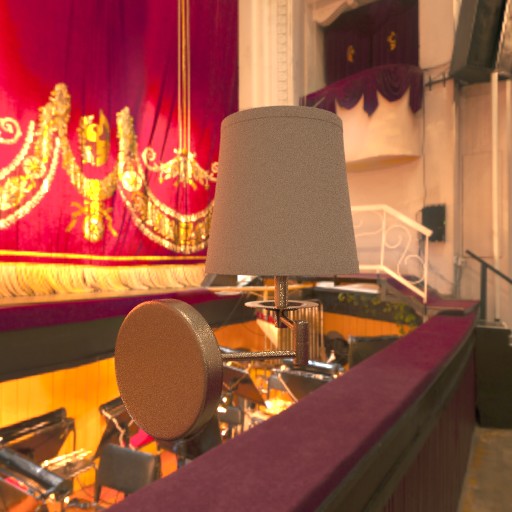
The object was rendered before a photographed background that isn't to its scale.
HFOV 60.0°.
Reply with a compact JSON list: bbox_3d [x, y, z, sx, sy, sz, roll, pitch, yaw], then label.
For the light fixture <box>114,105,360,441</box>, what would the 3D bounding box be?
[{"bbox_3d":[0.000,0.000,0.598,0.223,0.381,0.348,0,0,37],"label":"light fixture"}]
